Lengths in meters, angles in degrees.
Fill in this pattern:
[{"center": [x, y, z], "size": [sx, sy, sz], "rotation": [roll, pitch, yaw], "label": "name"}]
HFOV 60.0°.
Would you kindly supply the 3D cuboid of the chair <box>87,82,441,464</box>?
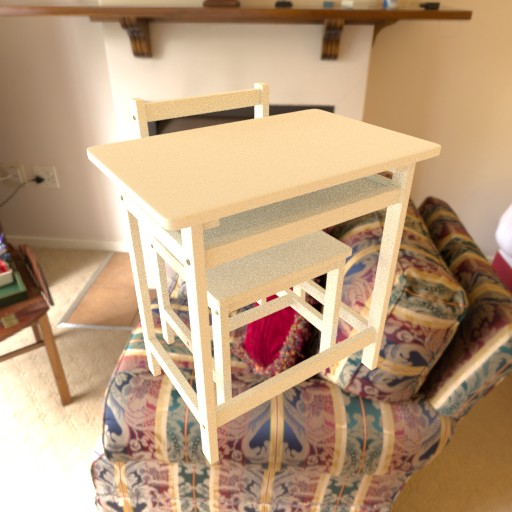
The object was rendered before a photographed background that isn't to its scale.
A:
[{"center": [0.000, 0.000, 1.040], "size": [0.599, 0.673, 0.461], "rotation": [-19, 36, -29], "label": "chair"}]
